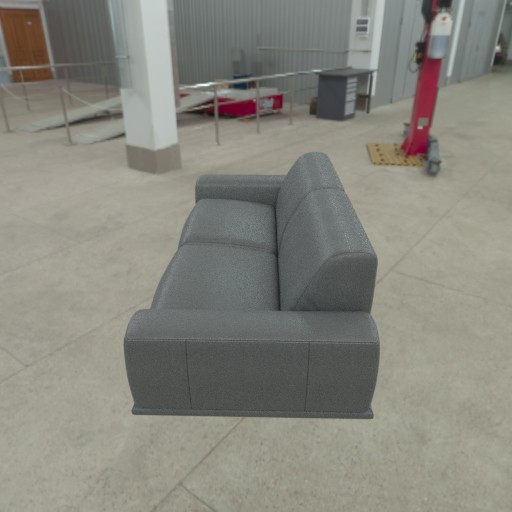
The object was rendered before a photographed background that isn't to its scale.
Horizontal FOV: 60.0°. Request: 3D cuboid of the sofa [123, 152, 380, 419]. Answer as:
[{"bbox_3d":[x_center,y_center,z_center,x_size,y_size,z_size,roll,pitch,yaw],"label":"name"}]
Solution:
[{"bbox_3d":[0.000,0.000,2.356,0.900,0.772,1.901,1,27,1],"label":"sofa"}]
